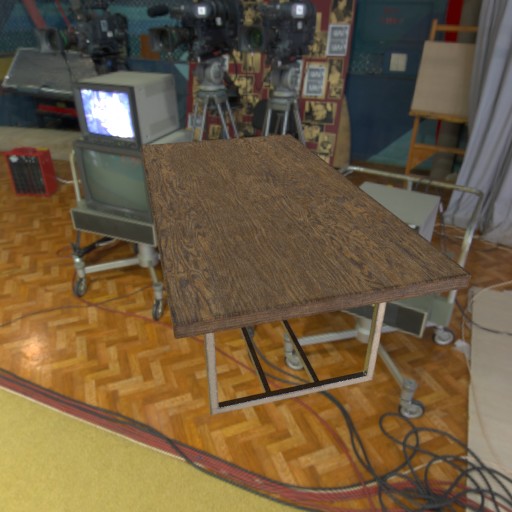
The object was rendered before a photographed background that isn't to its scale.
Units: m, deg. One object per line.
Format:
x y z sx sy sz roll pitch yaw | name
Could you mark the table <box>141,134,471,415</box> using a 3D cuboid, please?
0.000 0.000 2.510 1.078 0.795 1.989 -8 31 -13 | table
